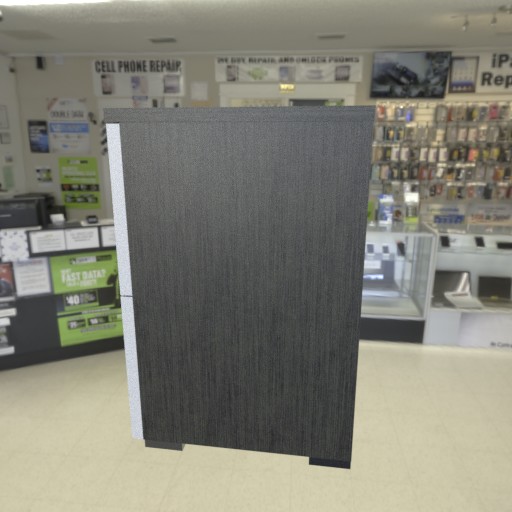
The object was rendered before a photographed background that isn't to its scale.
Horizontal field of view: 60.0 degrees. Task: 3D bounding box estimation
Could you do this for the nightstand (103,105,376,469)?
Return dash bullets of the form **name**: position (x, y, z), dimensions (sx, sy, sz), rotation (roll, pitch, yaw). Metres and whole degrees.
- **nightstand**: position (0.000, 0.000, 0.764), dimensions (0.325, 0.460, 0.441), rotation (2, 15, 9)
